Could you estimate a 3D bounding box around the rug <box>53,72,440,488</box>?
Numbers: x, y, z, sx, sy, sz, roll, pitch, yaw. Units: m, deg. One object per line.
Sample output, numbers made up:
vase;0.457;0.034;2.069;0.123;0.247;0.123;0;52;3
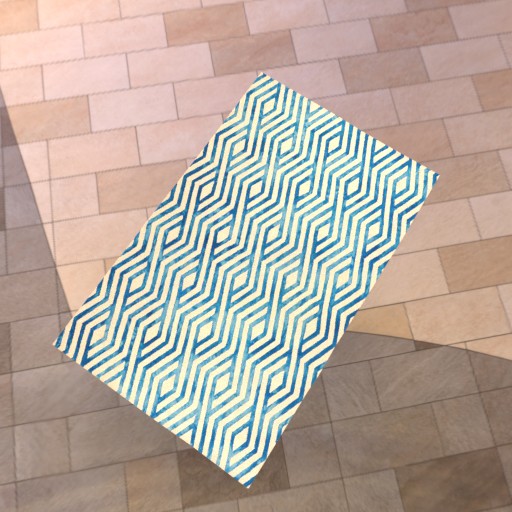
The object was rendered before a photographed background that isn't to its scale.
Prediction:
rug;0.000;0.000;3.004;1.531;0.008;2.439;33;78;8
